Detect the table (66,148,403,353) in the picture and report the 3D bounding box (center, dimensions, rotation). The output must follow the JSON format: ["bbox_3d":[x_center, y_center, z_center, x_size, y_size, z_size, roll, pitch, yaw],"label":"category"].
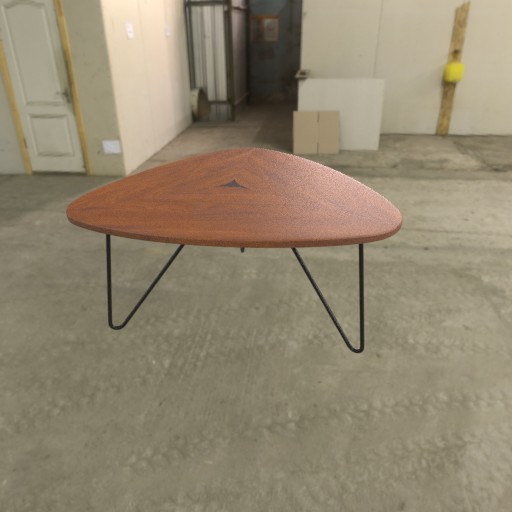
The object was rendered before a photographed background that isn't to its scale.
[{"bbox_3d":[0.000,0.000,1.345,0.821,0.413,0.833,18,33,31],"label":"table"}]
